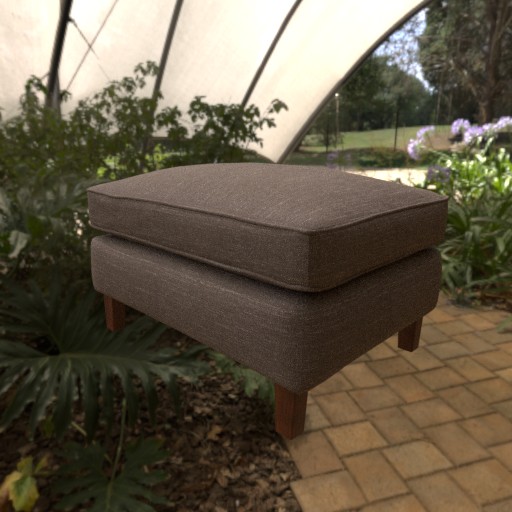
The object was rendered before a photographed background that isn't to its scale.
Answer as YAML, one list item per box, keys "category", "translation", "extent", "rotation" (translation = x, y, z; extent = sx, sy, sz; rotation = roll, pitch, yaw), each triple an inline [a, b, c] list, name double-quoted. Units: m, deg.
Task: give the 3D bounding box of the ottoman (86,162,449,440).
- category: "ottoman"
  translation: [0.000, 0.000, 1.000]
  extent: [0.686, 0.406, 0.508]
  rotation: [15, 21, 43]
